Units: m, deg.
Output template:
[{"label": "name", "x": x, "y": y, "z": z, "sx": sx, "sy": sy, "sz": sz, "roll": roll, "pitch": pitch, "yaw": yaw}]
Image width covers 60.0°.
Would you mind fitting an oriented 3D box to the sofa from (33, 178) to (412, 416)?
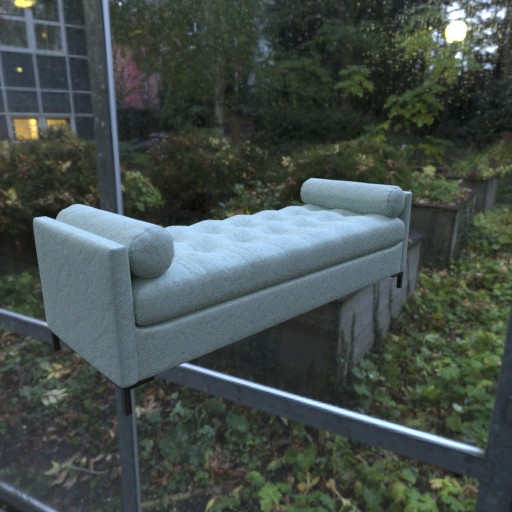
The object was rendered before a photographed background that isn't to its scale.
[{"label": "sofa", "x": 0.000, "y": 0.000, "z": 2.505, "sx": 2.102, "sy": 0.705, "sz": 0.796, "roll": -15, "pitch": 21, "yaw": -42}]
